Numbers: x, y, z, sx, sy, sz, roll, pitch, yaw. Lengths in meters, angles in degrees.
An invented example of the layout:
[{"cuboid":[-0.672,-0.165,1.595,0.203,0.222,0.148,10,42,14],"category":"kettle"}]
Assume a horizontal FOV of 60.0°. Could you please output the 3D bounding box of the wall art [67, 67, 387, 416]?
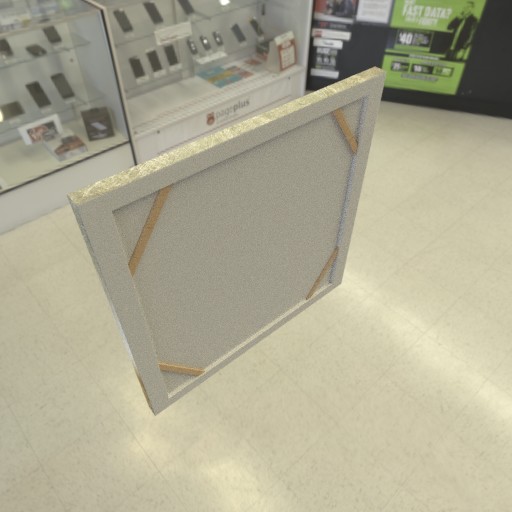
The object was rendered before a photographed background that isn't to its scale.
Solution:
[{"cuboid":[0.000,0.000,1.643,1.092,1.091,0.051,-31,53,-26],"category":"wall art"}]
